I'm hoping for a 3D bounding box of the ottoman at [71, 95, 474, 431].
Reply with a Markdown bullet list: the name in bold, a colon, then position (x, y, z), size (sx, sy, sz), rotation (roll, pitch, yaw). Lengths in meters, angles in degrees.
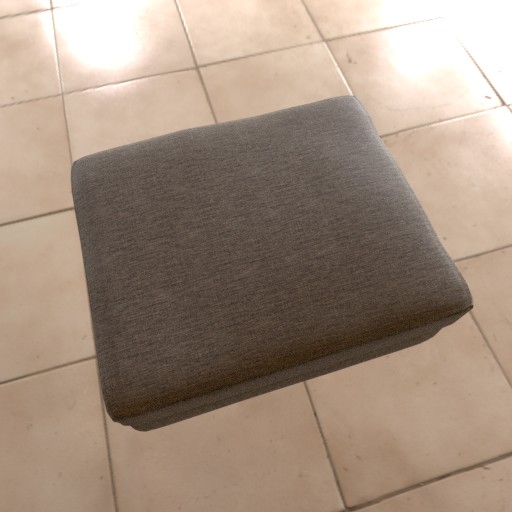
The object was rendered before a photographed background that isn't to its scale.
- **ottoman**: position (0.000, 0.000, 1.451), size (0.994, 0.492, 0.839), rotation (-16, 64, -8)
